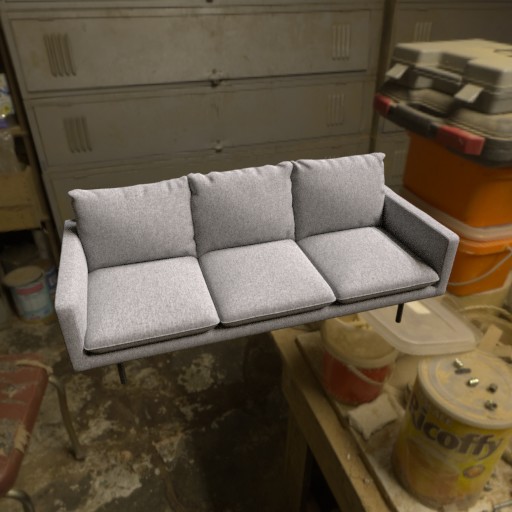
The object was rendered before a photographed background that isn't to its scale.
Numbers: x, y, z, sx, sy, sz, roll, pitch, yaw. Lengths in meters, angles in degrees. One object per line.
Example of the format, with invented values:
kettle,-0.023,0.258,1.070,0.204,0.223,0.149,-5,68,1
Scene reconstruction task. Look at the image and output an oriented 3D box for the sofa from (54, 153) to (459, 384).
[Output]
sofa,0.000,0.000,2.473,2.000,0.830,0.850,-9,33,-15
